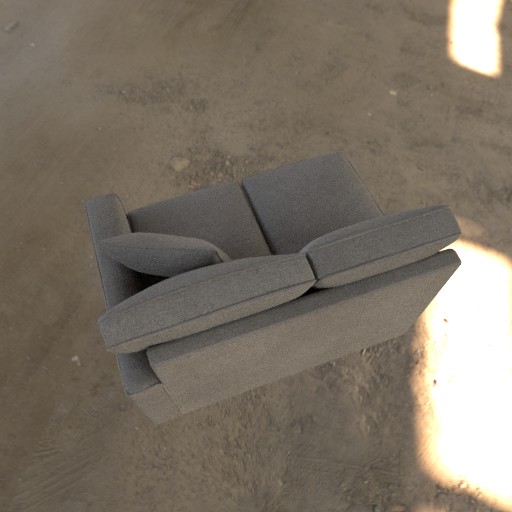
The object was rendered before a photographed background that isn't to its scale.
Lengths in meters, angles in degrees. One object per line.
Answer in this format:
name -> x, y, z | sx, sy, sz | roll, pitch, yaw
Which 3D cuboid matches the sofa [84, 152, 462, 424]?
sofa -> 0.000, 0.000, 2.102 | 1.388, 0.989, 0.991 | -17, 60, -10
